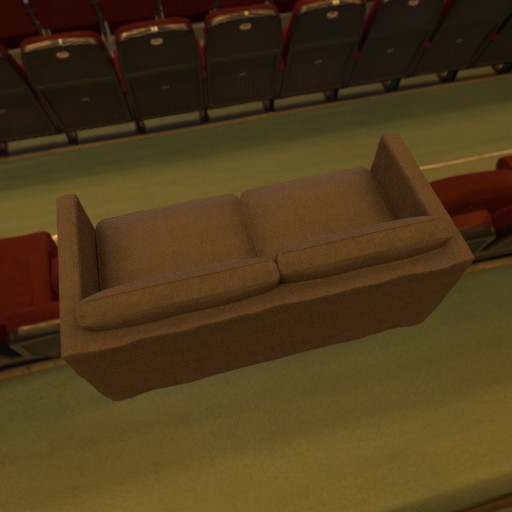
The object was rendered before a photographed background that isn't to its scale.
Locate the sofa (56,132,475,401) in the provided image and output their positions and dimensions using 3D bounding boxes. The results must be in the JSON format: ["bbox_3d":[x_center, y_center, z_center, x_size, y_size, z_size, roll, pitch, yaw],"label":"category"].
[{"bbox_3d":[0.000,0.000,2.479,1.982,0.855,0.953,-13,59,-8],"label":"sofa"}]
